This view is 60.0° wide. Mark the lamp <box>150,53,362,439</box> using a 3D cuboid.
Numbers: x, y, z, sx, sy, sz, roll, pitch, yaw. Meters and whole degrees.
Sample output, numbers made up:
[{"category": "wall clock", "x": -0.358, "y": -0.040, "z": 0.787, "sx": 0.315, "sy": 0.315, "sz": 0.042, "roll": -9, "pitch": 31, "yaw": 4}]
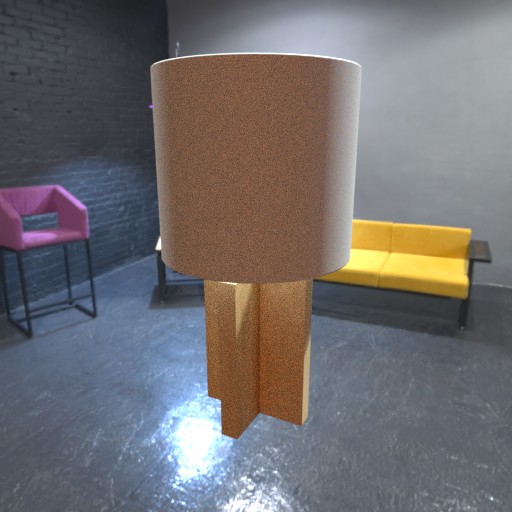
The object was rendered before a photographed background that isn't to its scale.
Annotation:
[{"category": "lamp", "x": 0.000, "y": 0.000, "z": 0.549, "sx": 0.229, "sy": 0.428, "sz": 0.229, "roll": 8, "pitch": 18, "yaw": 26}]
